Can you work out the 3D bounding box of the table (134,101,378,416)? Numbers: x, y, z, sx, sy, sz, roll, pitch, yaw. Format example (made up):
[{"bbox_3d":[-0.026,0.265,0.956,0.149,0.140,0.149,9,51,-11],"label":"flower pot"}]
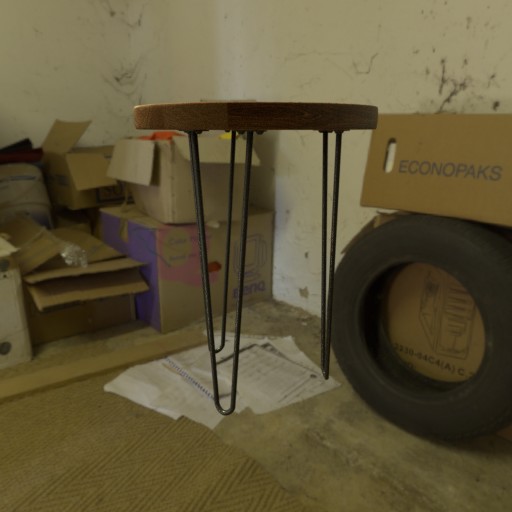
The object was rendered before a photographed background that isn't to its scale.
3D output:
[{"bbox_3d":[0.000,0.000,0.820,0.400,0.520,0.400,0,16,0],"label":"table"}]
